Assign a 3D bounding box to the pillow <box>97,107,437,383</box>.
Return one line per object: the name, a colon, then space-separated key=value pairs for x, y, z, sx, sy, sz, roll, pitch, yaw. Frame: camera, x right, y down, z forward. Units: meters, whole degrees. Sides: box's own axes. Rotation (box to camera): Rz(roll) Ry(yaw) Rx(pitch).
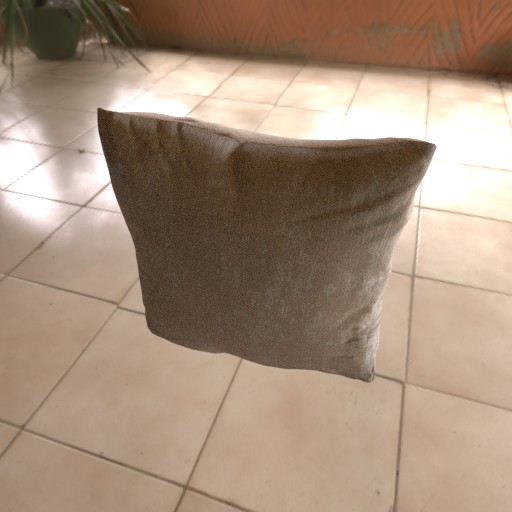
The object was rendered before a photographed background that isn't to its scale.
pillow: x=0.000 y=0.000 z=0.704 sx=0.450 sy=0.448 sz=0.245 roll=11 pitch=41 yaw=13
